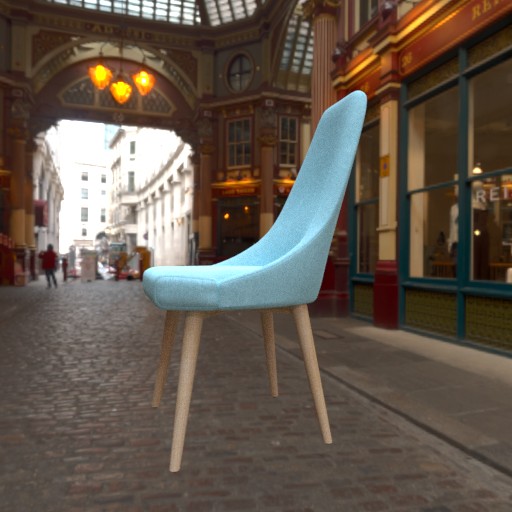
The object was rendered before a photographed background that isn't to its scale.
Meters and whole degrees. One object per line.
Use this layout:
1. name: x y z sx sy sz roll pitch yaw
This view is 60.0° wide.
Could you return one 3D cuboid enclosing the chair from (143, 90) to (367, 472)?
1. chair: 0.000 0.000 1.378 0.660 1.040 0.510 0 0 -18
